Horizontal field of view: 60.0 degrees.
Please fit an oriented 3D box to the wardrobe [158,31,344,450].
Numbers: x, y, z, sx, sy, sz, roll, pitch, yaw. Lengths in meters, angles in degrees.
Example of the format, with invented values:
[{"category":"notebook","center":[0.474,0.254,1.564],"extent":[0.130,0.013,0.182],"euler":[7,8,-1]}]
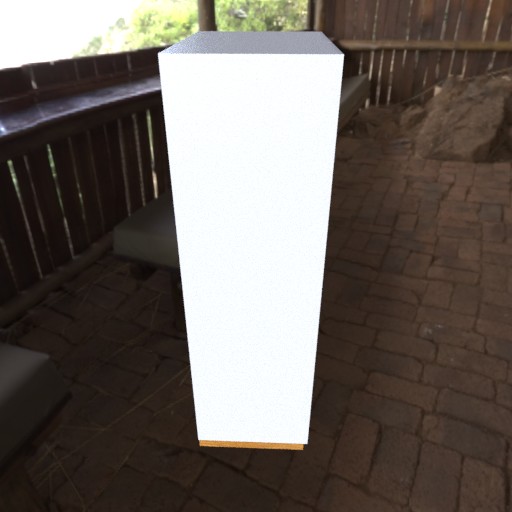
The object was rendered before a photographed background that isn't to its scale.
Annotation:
[{"category":"wardrobe","center":[0.000,0.000,2.322],"extent":[0.600,2.040,0.860],"euler":[1,31,2]}]
